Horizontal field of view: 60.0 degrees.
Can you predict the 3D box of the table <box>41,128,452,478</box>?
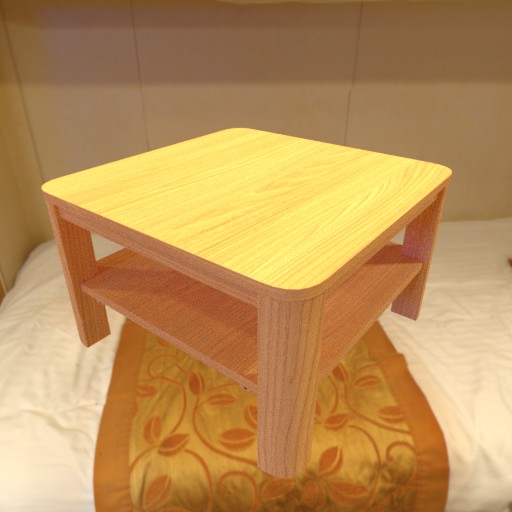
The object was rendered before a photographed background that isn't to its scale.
[{"bbox_3d":[0.000,0.000,1.202,0.750,0.450,0.750,21,35,32],"label":"table"}]
